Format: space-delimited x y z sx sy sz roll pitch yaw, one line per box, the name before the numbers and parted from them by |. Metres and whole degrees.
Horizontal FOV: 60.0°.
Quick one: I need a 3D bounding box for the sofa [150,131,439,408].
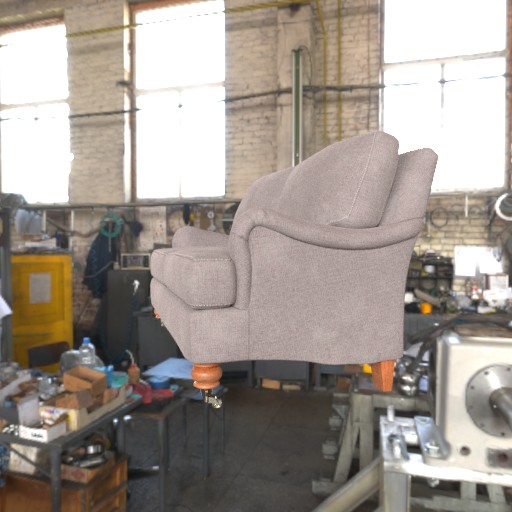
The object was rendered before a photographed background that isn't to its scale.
sofa | 0.000 0.000 2.565 1.084 1.101 1.853 0 1 -18
